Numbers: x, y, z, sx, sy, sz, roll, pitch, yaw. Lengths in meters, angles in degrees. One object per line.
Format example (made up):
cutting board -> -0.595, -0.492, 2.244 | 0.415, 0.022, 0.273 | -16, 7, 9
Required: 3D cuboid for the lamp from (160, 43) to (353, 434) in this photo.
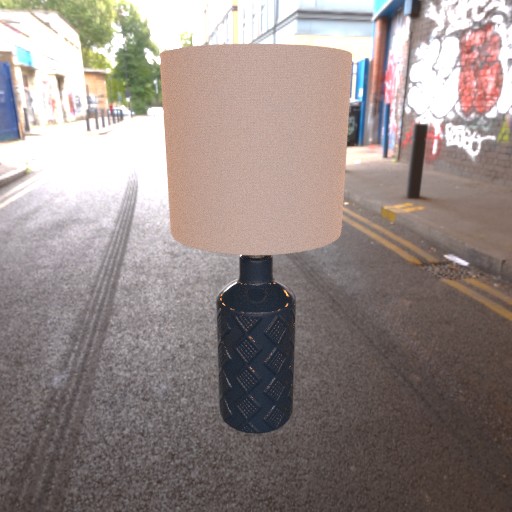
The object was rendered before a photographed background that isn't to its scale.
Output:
lamp -> 0.000, 0.000, 0.558 | 0.207, 0.461, 0.207 | 10, 21, 26
